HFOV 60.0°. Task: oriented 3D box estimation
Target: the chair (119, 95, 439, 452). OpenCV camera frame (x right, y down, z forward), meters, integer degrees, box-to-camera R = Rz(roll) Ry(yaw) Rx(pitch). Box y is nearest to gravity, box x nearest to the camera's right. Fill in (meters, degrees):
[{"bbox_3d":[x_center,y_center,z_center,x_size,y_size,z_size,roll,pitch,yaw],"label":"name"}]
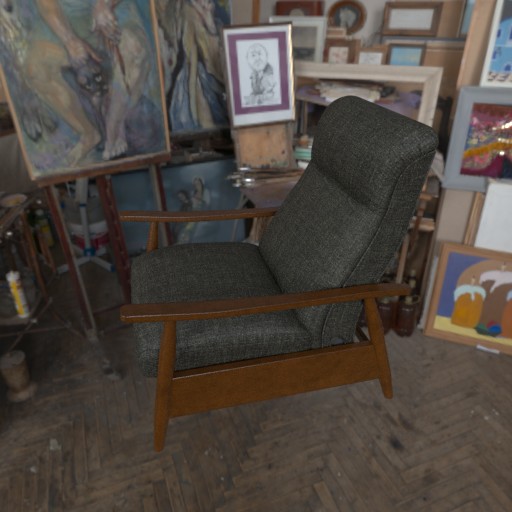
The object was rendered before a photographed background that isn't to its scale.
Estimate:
[{"bbox_3d":[0.000,0.000,1.742,1.014,1.082,0.762,-8,31,-13],"label":"chair"}]
